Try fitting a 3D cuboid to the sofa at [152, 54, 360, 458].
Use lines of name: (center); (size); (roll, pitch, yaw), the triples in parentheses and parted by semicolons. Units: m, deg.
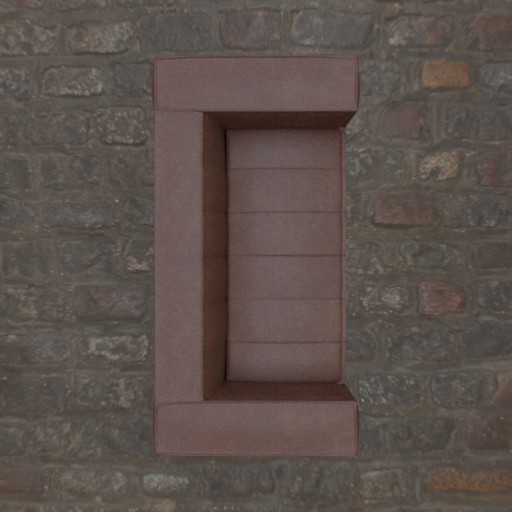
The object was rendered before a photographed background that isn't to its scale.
sofa: (0.000, 0.000, 2.586); (1.102, 0.703, 2.088); (0, 91, 0)
